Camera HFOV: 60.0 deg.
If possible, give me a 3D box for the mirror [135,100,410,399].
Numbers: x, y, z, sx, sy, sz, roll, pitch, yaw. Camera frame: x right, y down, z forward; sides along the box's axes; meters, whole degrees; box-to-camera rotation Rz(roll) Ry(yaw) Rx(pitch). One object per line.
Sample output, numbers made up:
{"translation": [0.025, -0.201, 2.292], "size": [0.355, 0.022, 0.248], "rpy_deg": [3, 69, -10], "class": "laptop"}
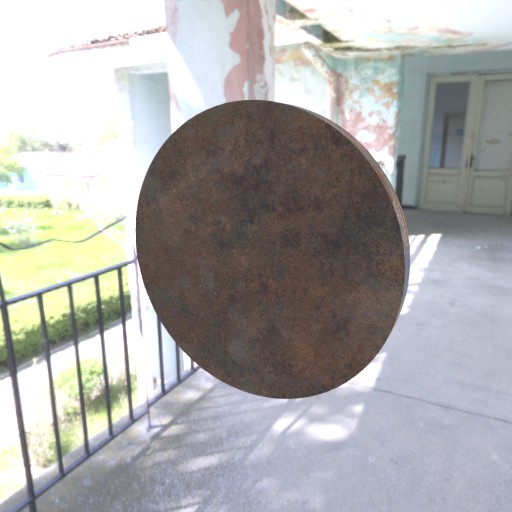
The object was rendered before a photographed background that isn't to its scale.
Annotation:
{"translation": [0.000, 0.000, 0.884], "size": [0.585, 0.585, 0.061], "rpy_deg": [8, 17, 28], "class": "mirror"}
